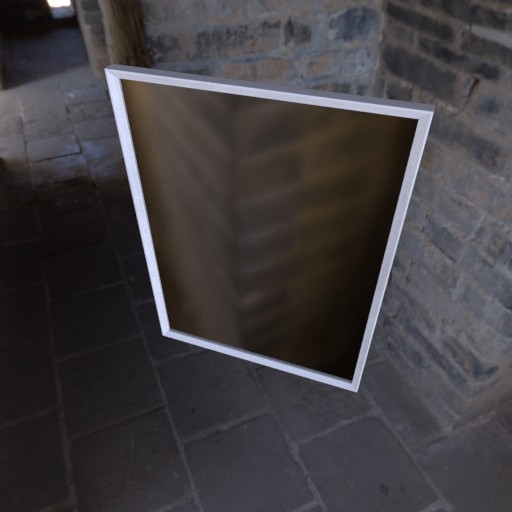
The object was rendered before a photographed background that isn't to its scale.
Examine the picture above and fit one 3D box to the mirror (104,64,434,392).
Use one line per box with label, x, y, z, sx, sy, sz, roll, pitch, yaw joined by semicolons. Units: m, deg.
mirror;0.000;0.000;1.324;0.762;1.016;0.041;13;43;14
